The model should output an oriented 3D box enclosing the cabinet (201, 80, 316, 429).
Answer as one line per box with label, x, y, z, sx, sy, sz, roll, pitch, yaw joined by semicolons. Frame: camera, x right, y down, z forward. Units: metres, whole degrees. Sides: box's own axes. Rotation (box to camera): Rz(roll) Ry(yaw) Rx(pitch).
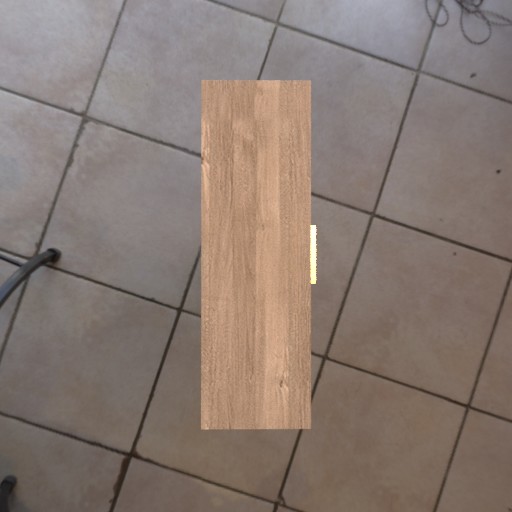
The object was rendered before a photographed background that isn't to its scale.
cabinet;0.000;0.000;1.592;0.250;1.280;0.750;0;90;-1
